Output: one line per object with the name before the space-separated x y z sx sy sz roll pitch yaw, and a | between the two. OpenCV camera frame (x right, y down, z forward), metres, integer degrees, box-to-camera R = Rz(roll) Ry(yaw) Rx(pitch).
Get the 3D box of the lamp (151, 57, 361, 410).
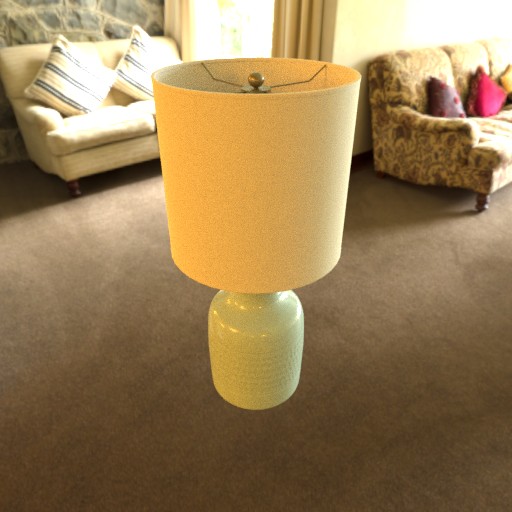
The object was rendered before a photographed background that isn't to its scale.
lamp | 0.000 0.000 1.123 0.418 0.871 0.418 0 32 0
